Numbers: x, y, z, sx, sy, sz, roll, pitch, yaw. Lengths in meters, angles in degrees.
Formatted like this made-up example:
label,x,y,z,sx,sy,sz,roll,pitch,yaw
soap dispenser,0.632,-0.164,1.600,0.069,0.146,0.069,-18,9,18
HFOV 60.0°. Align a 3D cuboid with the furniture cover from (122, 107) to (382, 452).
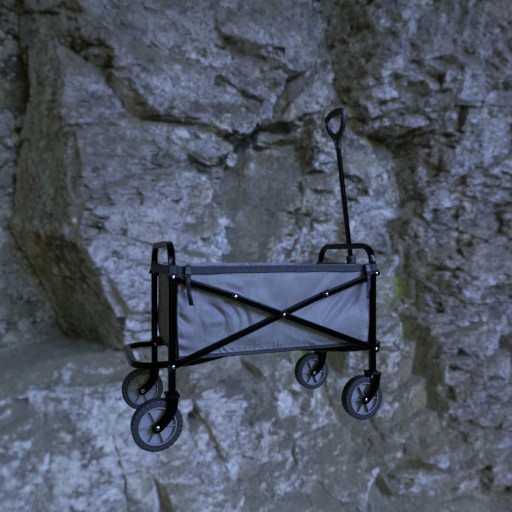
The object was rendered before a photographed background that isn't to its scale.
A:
label,x,y,z,sx,sy,sz,roll,pitch,yaw
furniture cover,0.000,0.000,1.835,1.038,1.295,0.532,0,0,-21
